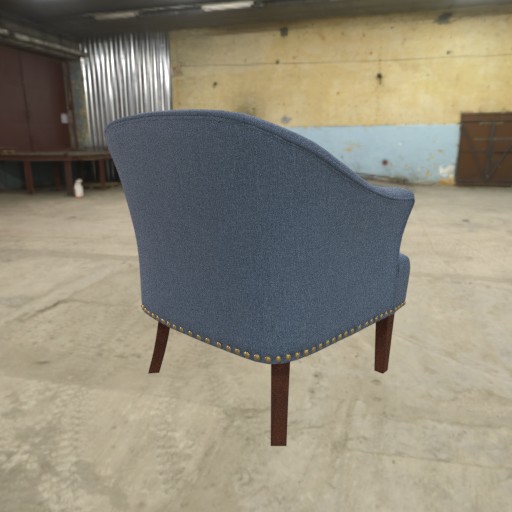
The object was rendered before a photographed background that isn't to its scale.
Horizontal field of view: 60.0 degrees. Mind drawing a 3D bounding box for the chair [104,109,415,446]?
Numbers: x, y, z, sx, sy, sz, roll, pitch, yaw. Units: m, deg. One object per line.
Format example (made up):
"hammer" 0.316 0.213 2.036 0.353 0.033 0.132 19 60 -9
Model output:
"chair" 0.000 0.000 1.360 0.772 0.815 0.704 13 19 42
